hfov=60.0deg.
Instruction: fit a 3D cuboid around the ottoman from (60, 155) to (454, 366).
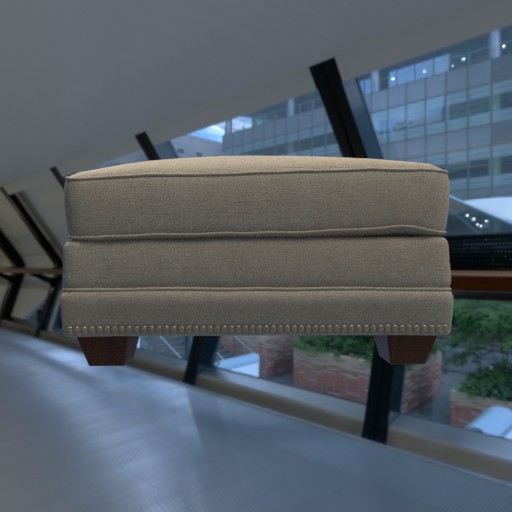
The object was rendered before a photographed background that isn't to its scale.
[{"bbox_3d":[0.000,0.000,1.152,0.813,0.458,0.559,0,0,-1],"label":"ottoman"}]
